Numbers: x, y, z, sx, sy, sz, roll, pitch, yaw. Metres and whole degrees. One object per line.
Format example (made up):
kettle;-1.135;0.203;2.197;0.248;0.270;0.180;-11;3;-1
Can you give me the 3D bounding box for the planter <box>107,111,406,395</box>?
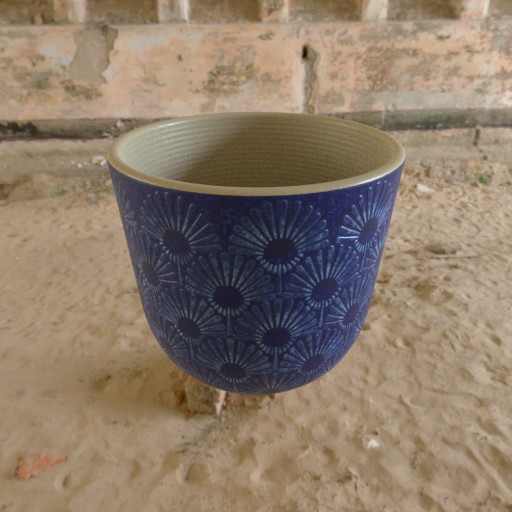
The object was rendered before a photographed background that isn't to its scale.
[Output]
planter;0.000;0.000;0.363;0.206;0.190;0.206;0;29;0
